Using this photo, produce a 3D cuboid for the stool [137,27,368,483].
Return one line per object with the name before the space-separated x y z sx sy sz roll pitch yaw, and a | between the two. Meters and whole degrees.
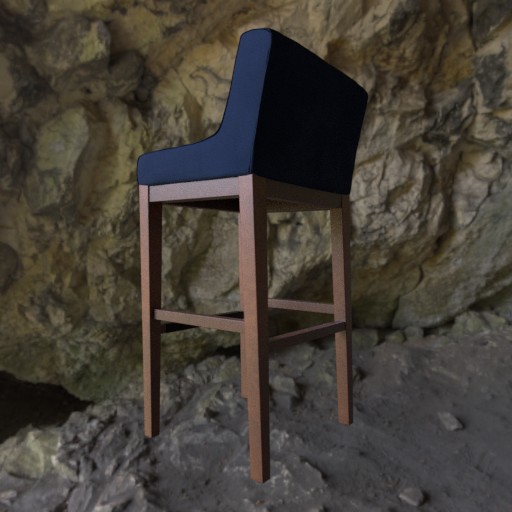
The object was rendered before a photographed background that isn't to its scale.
stool | 0.000 0.000 1.308 0.500 1.037 0.511 0 1 38
